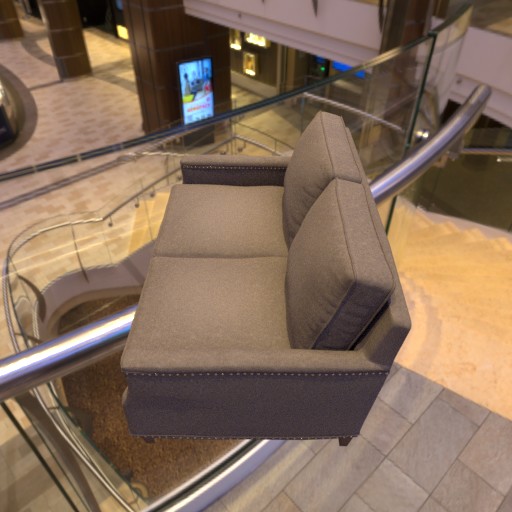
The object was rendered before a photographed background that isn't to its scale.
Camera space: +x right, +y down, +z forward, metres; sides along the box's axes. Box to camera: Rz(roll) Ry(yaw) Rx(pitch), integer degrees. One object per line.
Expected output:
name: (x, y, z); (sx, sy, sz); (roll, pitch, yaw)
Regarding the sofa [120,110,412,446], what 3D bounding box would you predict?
sofa: (0.000, 0.000, 2.261); (1.084, 1.003, 1.597); (1, 41, 1)
